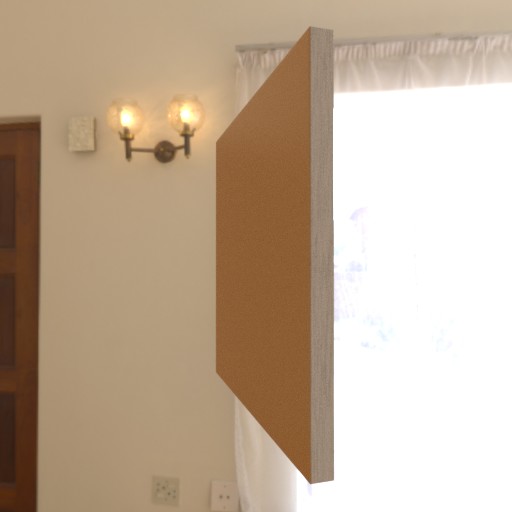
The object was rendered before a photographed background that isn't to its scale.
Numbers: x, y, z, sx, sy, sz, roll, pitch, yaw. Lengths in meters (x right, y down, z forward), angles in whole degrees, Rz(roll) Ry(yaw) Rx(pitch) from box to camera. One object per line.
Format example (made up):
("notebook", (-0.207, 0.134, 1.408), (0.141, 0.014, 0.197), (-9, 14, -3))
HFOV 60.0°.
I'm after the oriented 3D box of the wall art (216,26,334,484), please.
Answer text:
("wall art", (0.000, 0.000, 1.867), (0.078, 1.288, 1.287), (0, 0, -17))
